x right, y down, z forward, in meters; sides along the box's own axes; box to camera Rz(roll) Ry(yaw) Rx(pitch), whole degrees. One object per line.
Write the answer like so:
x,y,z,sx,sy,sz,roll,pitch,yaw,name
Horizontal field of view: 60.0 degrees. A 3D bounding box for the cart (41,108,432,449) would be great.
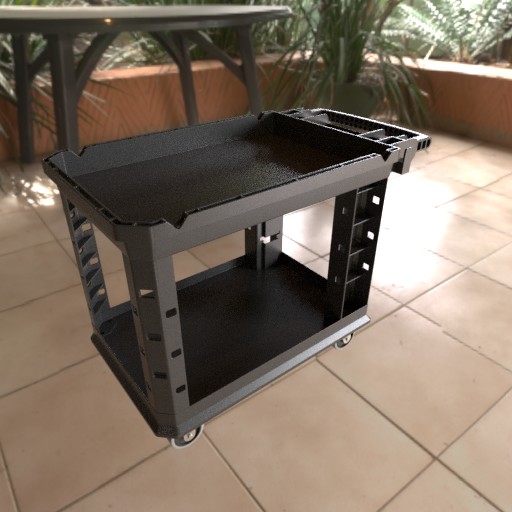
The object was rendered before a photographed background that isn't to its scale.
0.000,0.000,1.722,1.239,0.884,0.674,-22,38,-32,cart
